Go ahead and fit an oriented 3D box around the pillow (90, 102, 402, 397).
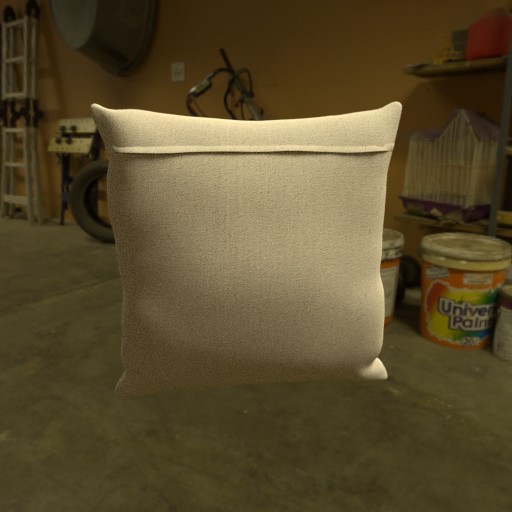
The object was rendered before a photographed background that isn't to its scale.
[{"bbox_3d":[0.000,0.000,0.662,0.440,0.441,0.182,-2,15,-8],"label":"pillow"}]
